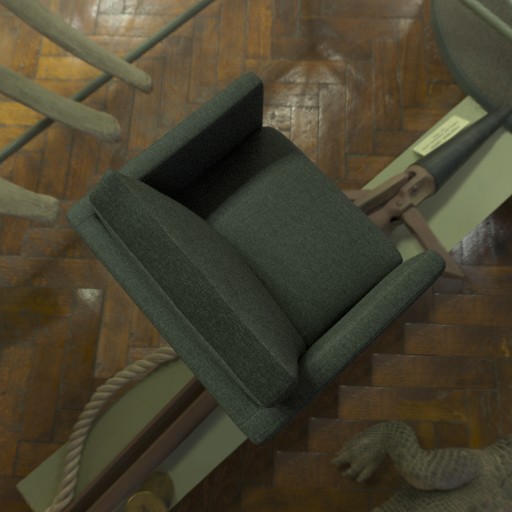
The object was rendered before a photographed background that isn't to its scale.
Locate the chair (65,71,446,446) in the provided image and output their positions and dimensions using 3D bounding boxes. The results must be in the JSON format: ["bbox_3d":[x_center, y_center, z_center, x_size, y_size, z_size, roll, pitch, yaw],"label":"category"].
[{"bbox_3d":[0.000,0.000,1.855,0.959,0.963,1.107,-41,79,-9],"label":"chair"}]
